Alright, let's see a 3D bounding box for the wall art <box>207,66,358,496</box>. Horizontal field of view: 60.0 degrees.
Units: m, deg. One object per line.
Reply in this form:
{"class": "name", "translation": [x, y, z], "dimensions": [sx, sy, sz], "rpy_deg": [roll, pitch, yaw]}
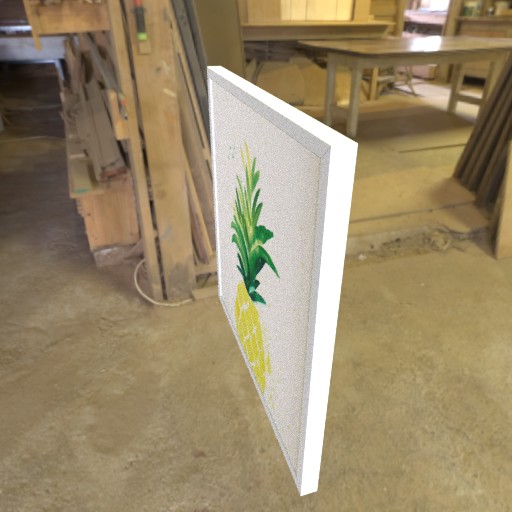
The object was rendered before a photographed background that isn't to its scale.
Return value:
{"class": "wall art", "translation": [0.000, 0.000, 1.077], "dimensions": [0.038, 0.761, 0.763], "rpy_deg": [-9, 32, -15]}
